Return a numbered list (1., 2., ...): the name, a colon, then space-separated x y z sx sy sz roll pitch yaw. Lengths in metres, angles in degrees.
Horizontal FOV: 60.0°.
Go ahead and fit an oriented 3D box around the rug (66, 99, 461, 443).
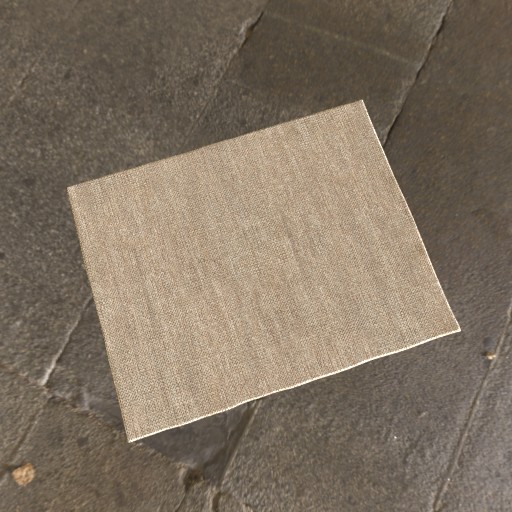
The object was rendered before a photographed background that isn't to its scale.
1. rug: 0.000 0.000 4.094 3.052 0.030 2.429 -18 77 -4
